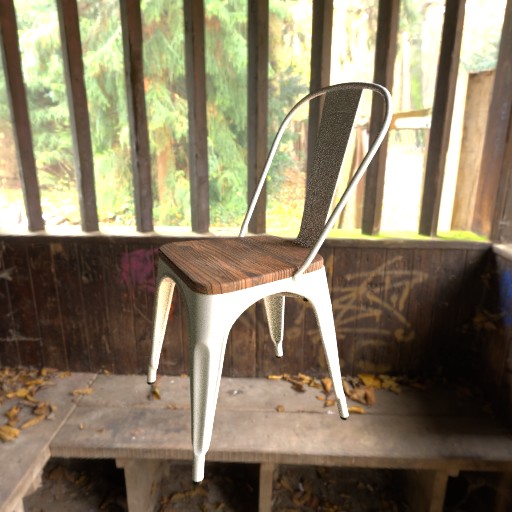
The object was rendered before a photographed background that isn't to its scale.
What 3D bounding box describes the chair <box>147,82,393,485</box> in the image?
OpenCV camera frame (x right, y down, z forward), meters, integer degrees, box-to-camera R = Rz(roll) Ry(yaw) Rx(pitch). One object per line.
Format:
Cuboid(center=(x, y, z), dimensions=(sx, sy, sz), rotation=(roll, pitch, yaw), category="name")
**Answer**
Cuboid(center=(0.000, 0.000, 1.139), dimensions=(0.521, 0.851, 0.452), rotation=(-8, 19, -25), category="chair")
